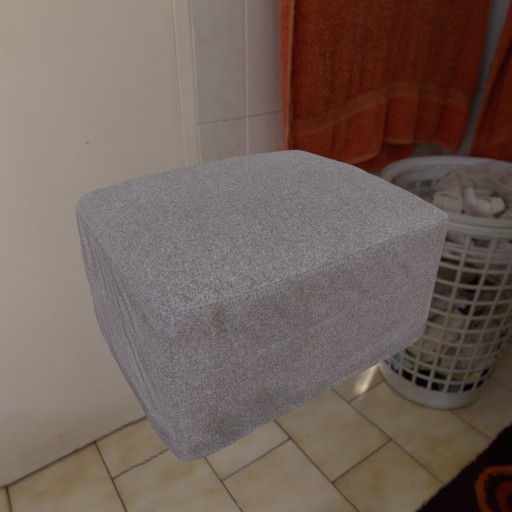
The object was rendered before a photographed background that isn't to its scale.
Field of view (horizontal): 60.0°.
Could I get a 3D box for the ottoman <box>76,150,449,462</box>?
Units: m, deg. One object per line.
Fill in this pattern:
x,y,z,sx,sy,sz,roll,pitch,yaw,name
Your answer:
0.000,0.000,1.255,0.837,0.481,0.683,-18,34,-28,ottoman
